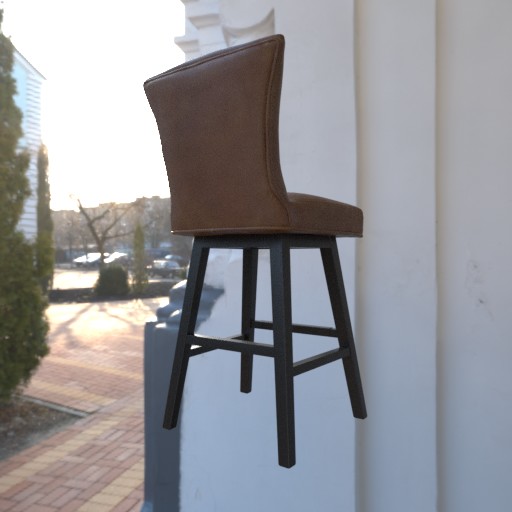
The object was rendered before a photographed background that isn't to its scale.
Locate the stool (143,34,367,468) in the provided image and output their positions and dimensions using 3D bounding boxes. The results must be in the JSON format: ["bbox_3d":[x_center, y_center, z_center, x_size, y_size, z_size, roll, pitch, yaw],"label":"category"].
[{"bbox_3d":[0.000,0.000,1.419,0.522,1.094,0.585,0,0,35],"label":"stool"}]
